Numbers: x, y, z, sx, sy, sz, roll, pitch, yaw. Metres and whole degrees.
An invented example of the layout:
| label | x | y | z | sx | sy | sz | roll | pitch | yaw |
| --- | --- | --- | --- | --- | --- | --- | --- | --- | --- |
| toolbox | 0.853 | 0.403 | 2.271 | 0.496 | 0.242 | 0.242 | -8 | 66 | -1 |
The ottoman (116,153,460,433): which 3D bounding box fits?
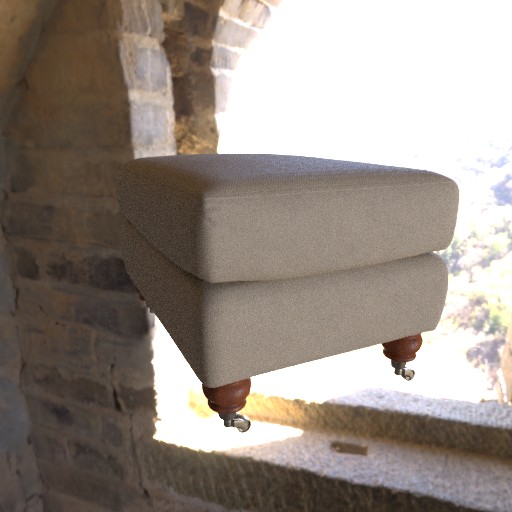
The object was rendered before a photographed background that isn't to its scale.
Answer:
| label | x | y | z | sx | sy | sz | roll | pitch | yaw |
| --- | --- | --- | --- | --- | --- | --- | --- | --- | --- |
| ottoman | 0.000 | 0.000 | 1.133 | 0.569 | 0.504 | 0.773 | -8 | 17 | -25 |
